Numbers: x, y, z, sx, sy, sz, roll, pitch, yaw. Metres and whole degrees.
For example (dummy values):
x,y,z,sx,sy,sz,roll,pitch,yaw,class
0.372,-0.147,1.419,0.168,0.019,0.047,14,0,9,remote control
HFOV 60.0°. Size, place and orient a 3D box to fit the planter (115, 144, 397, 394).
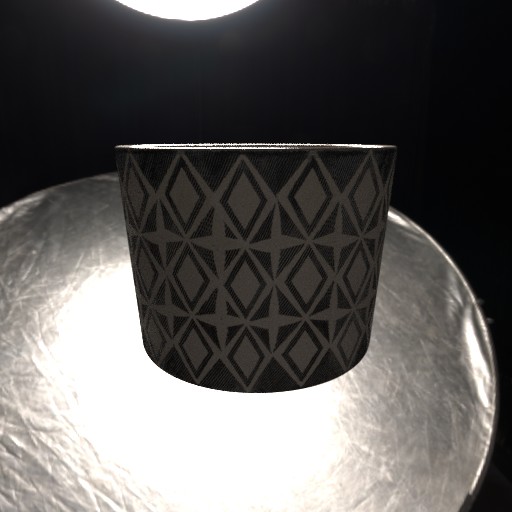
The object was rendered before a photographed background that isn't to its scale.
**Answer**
x,y,z,sx,sy,sz,roll,pitch,yaw,class
0.000,0.000,0.454,0.260,0.220,0.260,0,15,0,planter
